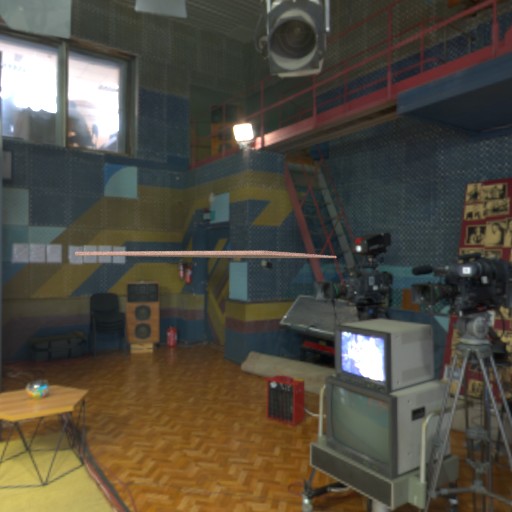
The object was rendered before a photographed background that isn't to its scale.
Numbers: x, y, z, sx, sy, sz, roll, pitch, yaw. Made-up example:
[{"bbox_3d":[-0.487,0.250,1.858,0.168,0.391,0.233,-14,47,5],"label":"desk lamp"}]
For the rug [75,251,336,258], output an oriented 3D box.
[{"bbox_3d":[0.000,0.000,2.754,0.760,0.015,2.435,0,-1,16],"label":"rug"}]
